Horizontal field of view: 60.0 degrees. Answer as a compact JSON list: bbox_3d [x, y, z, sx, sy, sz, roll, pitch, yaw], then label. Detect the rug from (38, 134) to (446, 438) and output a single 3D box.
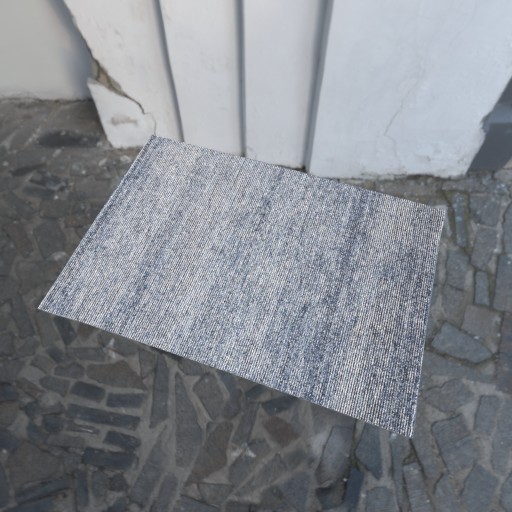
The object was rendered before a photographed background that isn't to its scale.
[{"bbox_3d":[0.000,0.000,2.980,2.349,0.030,1.624,17,60,10],"label":"rug"}]
